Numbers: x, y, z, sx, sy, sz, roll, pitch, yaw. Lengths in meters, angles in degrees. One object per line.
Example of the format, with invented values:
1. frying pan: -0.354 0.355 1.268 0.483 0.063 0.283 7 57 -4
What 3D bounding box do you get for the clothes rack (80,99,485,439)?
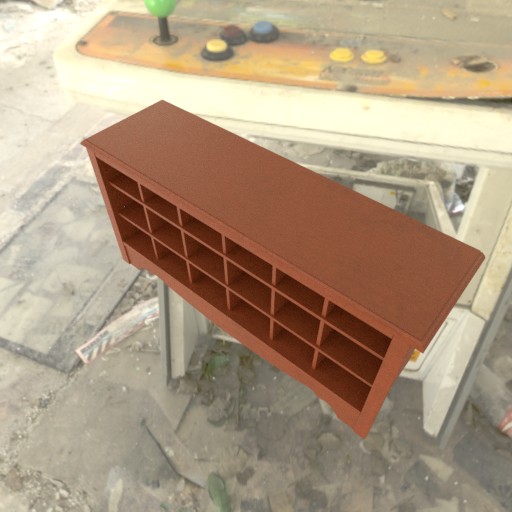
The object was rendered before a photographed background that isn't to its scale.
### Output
1. clothes rack: 0.000 0.000 1.536 1.251 0.594 0.362 32 55 26
